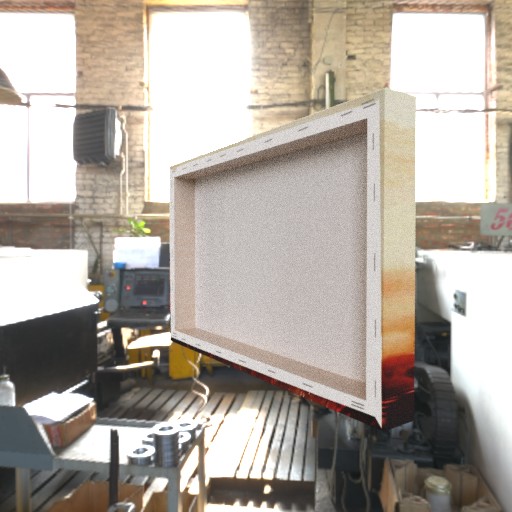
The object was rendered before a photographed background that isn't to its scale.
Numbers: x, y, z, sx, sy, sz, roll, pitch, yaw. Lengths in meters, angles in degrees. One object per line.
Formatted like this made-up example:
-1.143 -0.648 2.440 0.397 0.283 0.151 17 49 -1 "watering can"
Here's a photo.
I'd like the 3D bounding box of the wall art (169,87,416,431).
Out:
0.000 0.000 0.490 0.037 0.251 0.383 -1 1 -35 "wall art"
